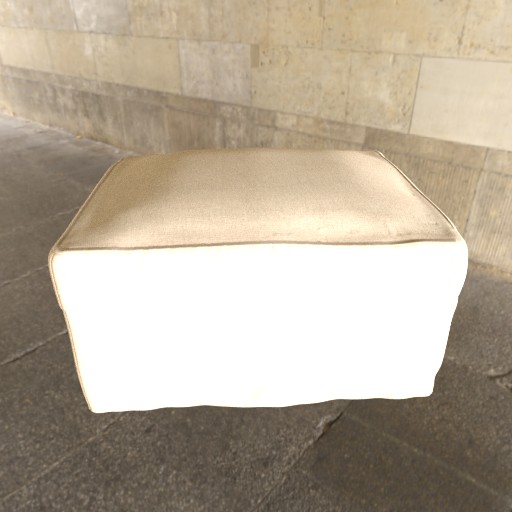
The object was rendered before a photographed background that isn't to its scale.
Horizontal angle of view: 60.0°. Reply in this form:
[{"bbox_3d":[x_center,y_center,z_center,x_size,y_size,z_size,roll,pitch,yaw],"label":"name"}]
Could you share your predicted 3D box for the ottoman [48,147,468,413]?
[{"bbox_3d":[0.000,0.000,1.207,0.833,0.485,0.650,-2,30,-3],"label":"ottoman"}]
